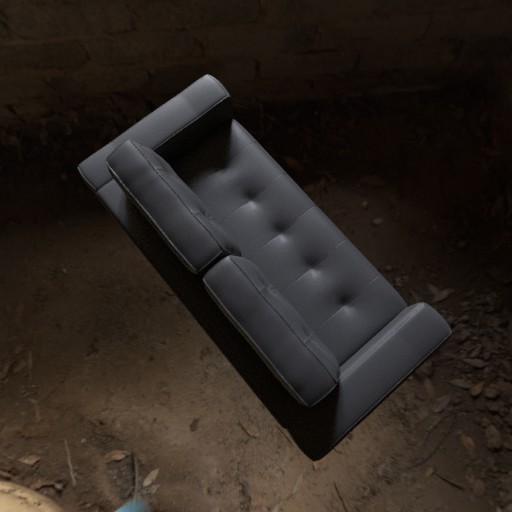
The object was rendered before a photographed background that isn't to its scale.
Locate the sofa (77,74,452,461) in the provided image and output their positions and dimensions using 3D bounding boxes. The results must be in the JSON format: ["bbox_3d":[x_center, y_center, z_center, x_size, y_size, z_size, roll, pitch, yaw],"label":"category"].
[{"bbox_3d":[0.000,0.000,2.174,0.833,0.893,1.726,-39,79,-9],"label":"sofa"}]
